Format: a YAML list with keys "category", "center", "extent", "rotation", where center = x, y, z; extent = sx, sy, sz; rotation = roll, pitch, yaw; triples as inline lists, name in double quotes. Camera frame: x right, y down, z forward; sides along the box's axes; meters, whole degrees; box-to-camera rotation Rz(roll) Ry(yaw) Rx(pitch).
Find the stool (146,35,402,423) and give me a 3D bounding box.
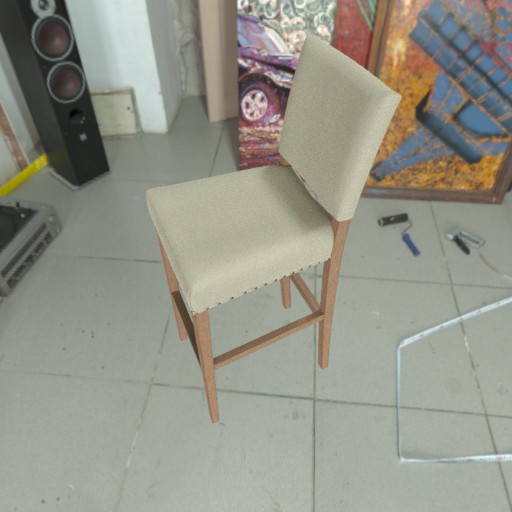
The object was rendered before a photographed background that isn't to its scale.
- category: "stool"
  center: [0.000, 0.000, 1.401]
  extent: [0.546, 1.143, 0.428]
  rotation: [-18, 49, -16]
